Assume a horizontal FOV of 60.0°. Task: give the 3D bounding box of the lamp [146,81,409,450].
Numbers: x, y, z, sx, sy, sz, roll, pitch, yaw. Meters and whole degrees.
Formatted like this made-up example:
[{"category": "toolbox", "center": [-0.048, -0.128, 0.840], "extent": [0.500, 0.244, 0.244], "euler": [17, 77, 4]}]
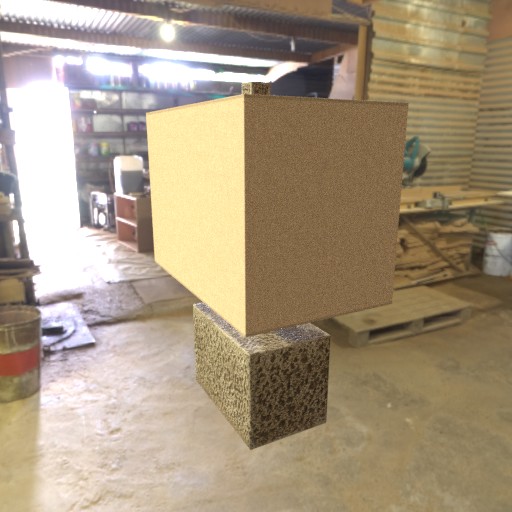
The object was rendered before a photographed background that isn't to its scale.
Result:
[{"category": "lamp", "center": [0.000, 0.000, 0.560], "extent": [0.180, 0.411, 0.294], "euler": [-8, 17, -27]}]
